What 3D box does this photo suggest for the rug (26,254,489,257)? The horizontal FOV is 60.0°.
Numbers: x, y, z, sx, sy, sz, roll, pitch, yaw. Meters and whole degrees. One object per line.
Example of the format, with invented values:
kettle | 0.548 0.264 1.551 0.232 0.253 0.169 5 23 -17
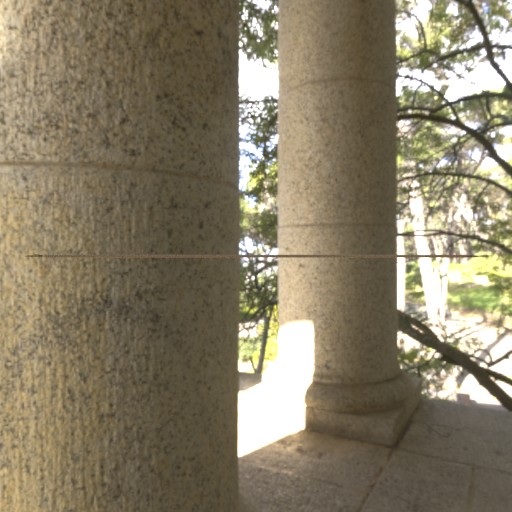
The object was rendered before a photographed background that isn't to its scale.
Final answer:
rug | 0.000 0.000 2.670 2.438 0.021 0.729 0 0 0
